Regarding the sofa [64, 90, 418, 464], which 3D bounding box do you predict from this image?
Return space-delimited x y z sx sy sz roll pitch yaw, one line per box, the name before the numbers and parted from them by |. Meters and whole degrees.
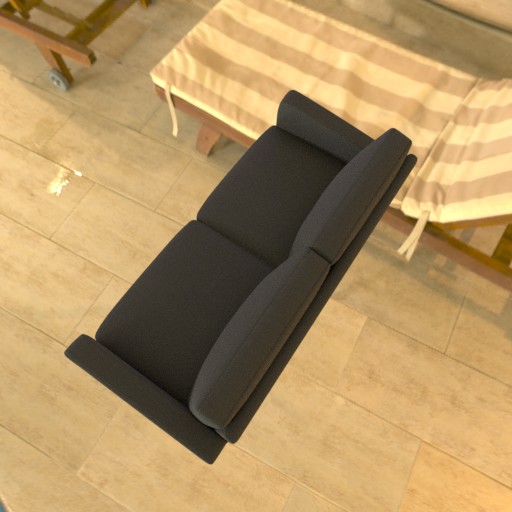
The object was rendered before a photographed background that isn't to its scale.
sofa | 0.000 0.000 2.310 0.898 0.839 1.852 32 69 14
